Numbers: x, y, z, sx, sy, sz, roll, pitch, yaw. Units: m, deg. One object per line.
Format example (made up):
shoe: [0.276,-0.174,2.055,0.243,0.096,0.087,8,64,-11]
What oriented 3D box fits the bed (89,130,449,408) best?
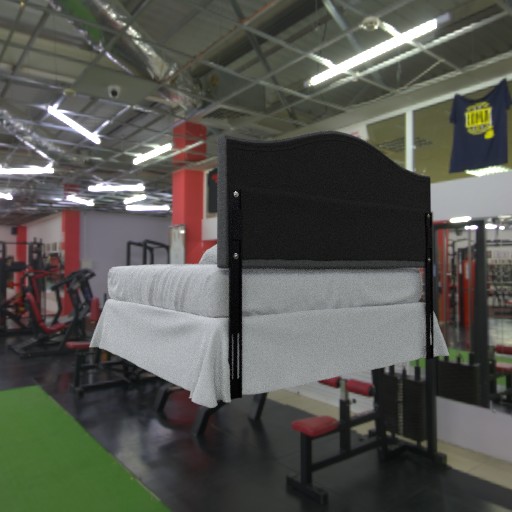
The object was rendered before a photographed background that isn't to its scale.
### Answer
bed: [0.000,0.000,3.832,2.314,1.651,2.219,1,-2,-36]
